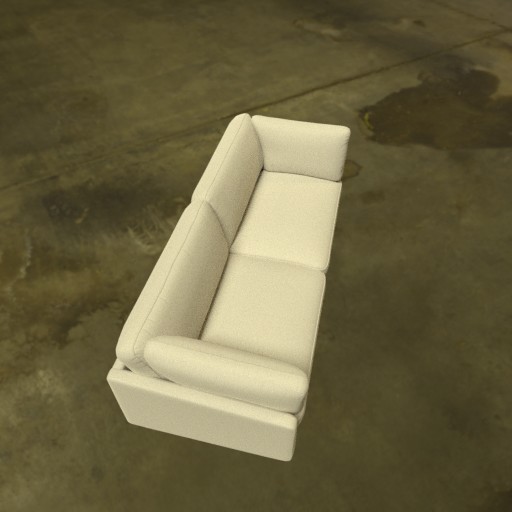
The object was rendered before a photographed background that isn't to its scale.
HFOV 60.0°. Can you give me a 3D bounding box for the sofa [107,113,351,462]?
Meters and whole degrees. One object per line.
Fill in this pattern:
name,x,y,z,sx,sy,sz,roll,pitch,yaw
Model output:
sofa,0.000,0.000,2.913,0.957,0.863,2.301,10,48,9
